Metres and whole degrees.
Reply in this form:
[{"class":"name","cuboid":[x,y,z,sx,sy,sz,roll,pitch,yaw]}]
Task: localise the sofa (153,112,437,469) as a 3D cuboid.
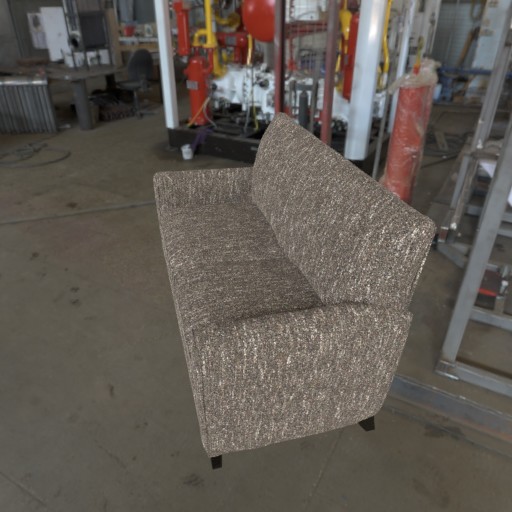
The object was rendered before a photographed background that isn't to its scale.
[{"class":"sofa","cuboid":[0.000,0.000,2.070,0.801,0.946,1.519,-8,32,-13]}]
